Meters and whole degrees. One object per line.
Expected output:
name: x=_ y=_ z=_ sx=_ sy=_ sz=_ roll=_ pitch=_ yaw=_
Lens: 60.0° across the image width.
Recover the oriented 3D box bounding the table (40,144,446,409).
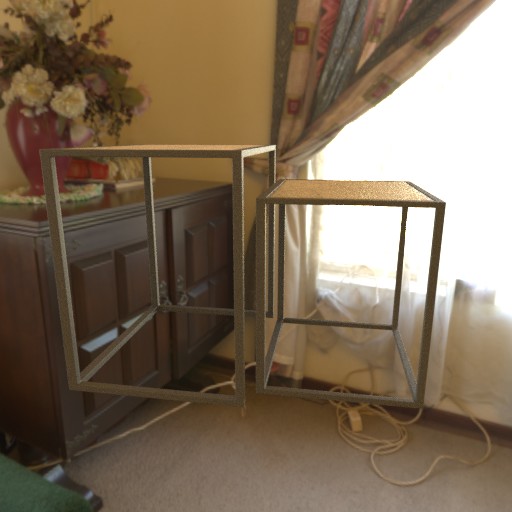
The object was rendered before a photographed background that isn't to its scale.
table: x=0.000 y=0.000 z=1.130 sx=0.788 sy=0.540 sz=0.508 roll=3 pitch=15 yaw=9
